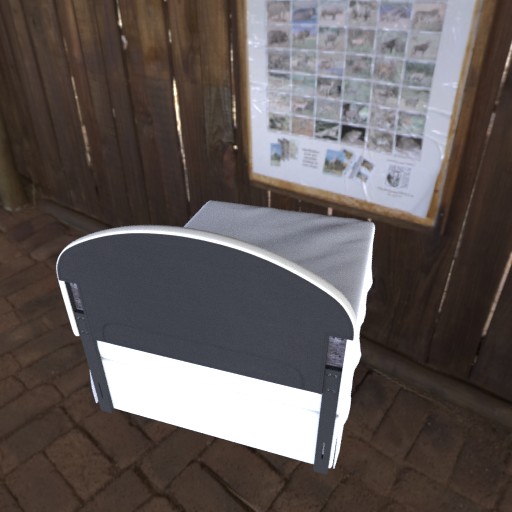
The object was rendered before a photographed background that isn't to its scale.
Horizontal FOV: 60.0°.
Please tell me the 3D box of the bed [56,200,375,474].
[{"bbox_3d":[0.000,0.000,3.068,1.607,1.410,2.005,9,33,15],"label":"bed"}]
